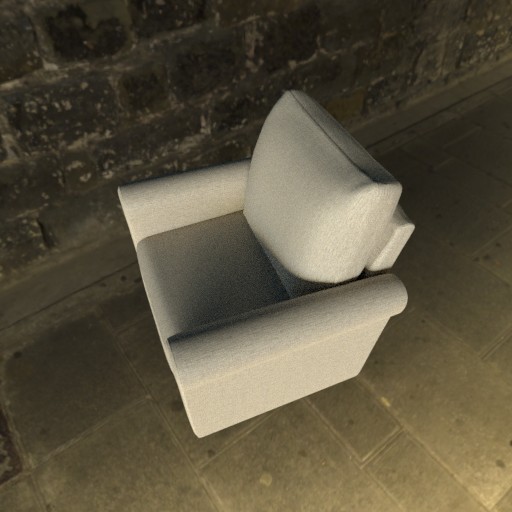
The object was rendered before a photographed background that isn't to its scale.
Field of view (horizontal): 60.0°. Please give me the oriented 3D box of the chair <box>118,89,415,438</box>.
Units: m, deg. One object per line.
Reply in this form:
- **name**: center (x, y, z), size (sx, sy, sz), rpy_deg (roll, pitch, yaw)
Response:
- **chair**: center (0.000, 0.000, 2.342), size (1.180, 1.349, 1.275), rpy_deg (-17, 49, -15)
